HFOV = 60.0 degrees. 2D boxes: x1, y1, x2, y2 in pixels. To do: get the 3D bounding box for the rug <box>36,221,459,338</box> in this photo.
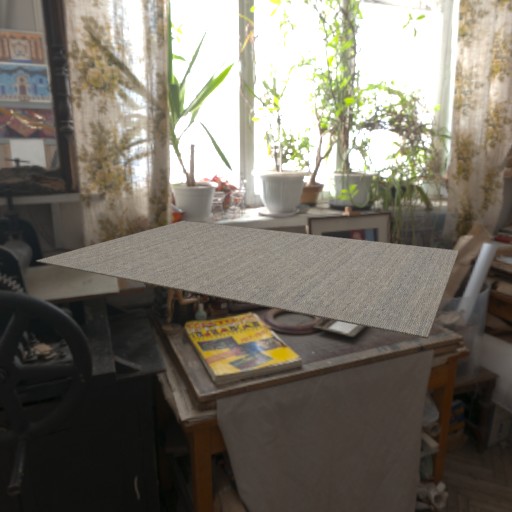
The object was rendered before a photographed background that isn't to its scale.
[{"bbox_3d":[0.000,0.000,2.188,1.752,0.006,1.142,8,17,27],"label":"rug"}]
